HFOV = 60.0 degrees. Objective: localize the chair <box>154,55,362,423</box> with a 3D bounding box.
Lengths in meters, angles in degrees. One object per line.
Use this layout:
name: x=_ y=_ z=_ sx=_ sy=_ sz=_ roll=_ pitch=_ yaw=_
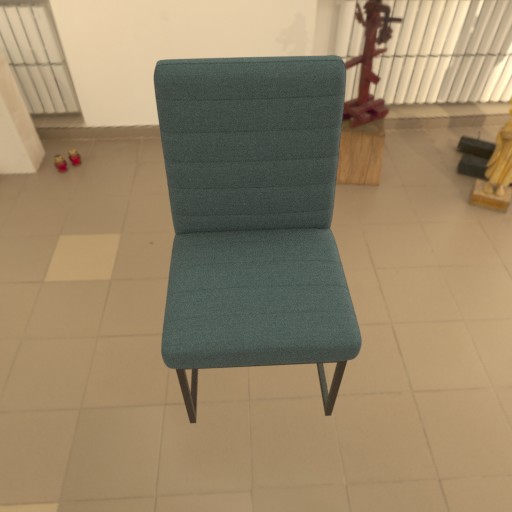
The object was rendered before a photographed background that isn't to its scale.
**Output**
chair: x=0.000 y=0.000 z=1.314 sx=0.520 sy=0.930 sz=0.634 roll=-2 pitch=47 yaw=-2
